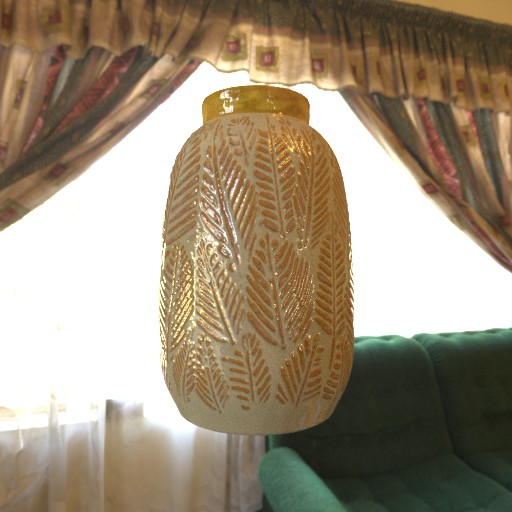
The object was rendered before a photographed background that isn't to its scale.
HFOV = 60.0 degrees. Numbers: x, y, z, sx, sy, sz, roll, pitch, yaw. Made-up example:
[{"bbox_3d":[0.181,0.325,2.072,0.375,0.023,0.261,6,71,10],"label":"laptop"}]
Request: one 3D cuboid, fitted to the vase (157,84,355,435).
[{"bbox_3d":[0.000,0.000,0.395,0.172,0.270,0.172,0,-1,0],"label":"vase"}]
